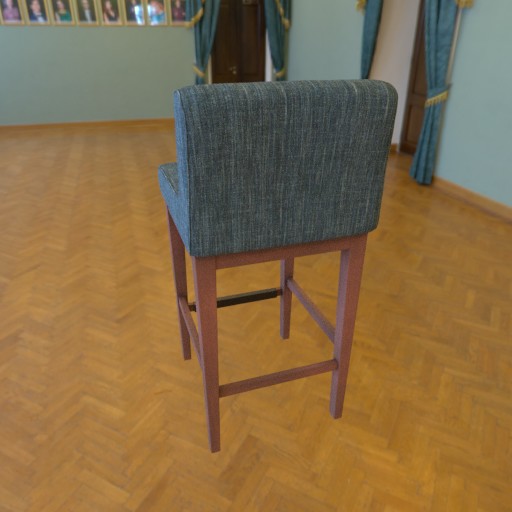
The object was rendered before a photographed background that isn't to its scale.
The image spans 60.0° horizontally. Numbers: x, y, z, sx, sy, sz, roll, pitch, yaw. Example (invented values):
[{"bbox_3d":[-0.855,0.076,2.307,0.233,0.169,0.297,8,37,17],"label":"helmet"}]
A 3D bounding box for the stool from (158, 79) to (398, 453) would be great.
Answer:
[{"bbox_3d":[0.000,0.000,1.093,0.395,0.835,0.459,-9,28,-17],"label":"stool"}]
